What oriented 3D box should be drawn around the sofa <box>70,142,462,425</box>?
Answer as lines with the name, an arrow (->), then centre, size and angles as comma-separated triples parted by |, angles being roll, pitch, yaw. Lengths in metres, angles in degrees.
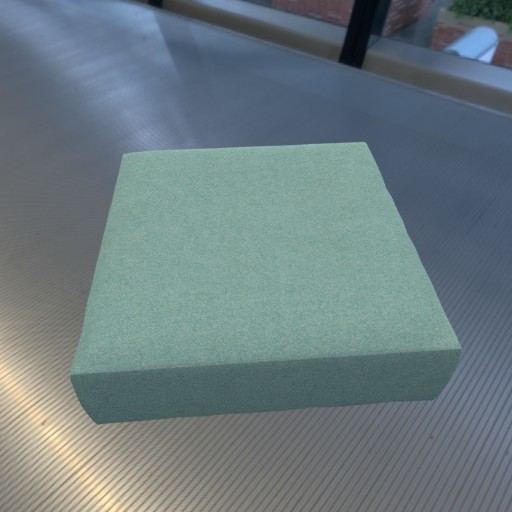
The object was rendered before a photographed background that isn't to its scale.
sofa -> 0.000, 0.000, 1.425 | 0.930, 0.330, 0.930 | -3, 46, -3
